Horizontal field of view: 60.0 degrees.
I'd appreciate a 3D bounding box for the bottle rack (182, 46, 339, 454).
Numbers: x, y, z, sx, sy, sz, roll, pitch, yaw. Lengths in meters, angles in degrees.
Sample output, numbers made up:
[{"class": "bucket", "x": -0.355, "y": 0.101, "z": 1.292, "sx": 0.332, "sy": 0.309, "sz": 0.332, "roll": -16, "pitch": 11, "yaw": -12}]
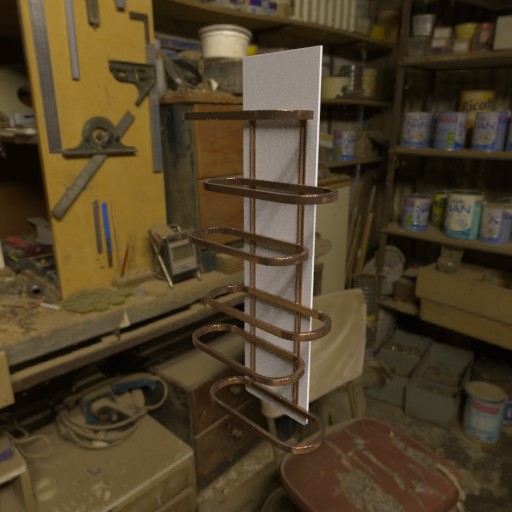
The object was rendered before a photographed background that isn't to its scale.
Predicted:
[{"class": "bottle rack", "x": 0.000, "y": 0.000, "z": 0.827, "sx": 0.118, "sy": 0.709, "sz": 0.332, "roll": -16, "pitch": 23, "yaw": -42}]
